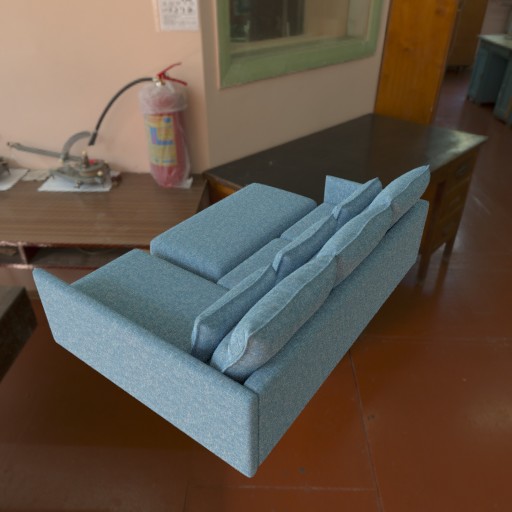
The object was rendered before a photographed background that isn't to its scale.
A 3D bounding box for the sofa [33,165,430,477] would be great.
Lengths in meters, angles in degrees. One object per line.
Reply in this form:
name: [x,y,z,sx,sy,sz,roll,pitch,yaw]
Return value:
sofa: [0.000,0.000,2.722,1.420,0.899,2.034,22,39,29]
